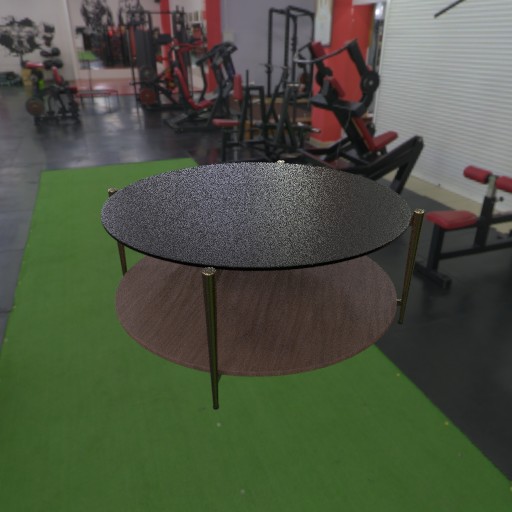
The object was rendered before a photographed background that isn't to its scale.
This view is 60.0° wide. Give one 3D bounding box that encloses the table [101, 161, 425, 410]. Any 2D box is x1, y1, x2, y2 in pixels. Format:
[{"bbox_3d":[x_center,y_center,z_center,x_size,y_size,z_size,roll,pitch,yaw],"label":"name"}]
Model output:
[{"bbox_3d":[0.000,0.000,1.490,0.938,0.400,0.938,-8,27,-16],"label":"table"}]
